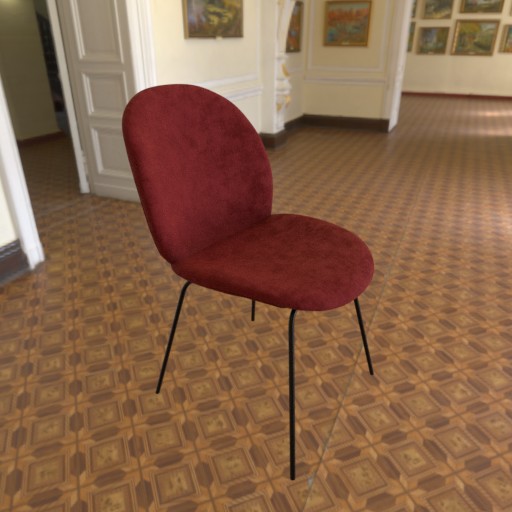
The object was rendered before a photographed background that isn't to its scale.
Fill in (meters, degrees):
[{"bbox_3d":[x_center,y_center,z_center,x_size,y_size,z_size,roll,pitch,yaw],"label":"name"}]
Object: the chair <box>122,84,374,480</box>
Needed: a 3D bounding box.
[{"bbox_3d":[0.000,0.000,1.134,0.587,0.791,0.458,18,32,33],"label":"chair"}]
